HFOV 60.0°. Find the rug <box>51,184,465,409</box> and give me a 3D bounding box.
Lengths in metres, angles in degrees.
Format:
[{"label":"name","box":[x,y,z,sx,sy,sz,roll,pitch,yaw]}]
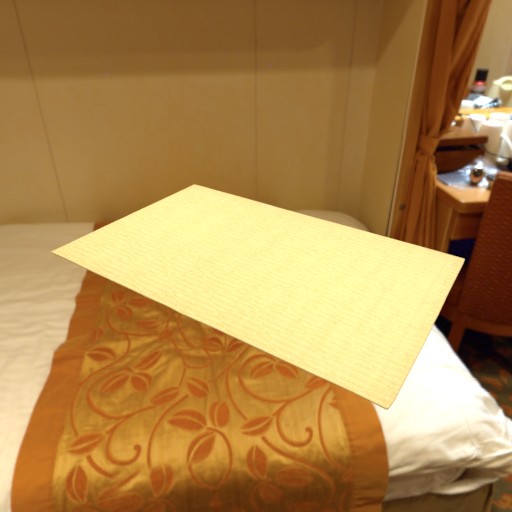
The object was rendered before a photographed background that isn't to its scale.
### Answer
[{"label":"rug","box":[0.000,0.000,3.061,2.441,0.014,1.531,19,36,29]}]
